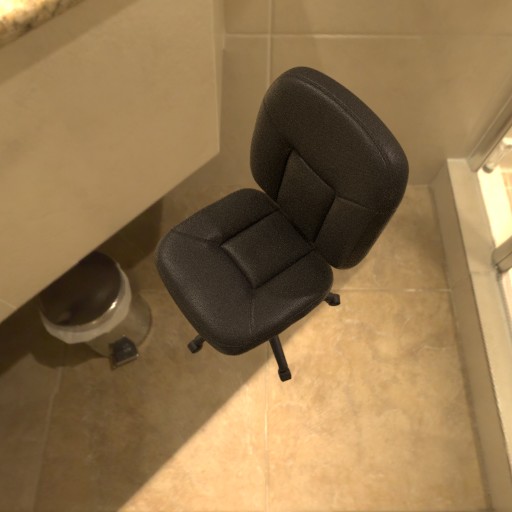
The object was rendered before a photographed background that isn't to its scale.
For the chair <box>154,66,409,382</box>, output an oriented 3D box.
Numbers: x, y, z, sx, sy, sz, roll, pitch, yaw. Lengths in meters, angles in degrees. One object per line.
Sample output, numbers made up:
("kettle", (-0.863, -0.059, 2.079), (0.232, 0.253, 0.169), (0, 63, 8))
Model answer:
("chair", (0.000, 0.000, 1.395), (0.646, 0.959, 0.647), (-34, 70, -15))
